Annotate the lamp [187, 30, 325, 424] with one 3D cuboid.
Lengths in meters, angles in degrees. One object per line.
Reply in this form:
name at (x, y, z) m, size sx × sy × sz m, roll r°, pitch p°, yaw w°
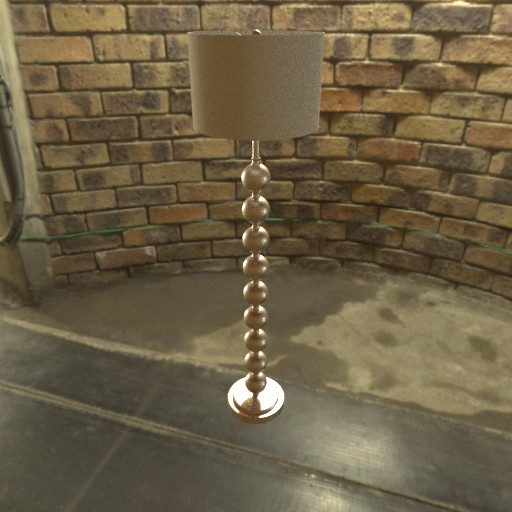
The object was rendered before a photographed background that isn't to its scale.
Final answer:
lamp at (0.000, 0.000, 1.621) m, size 0.394 × 1.474 × 0.394 m, roll -10°, pitch 30°, yaw -18°
